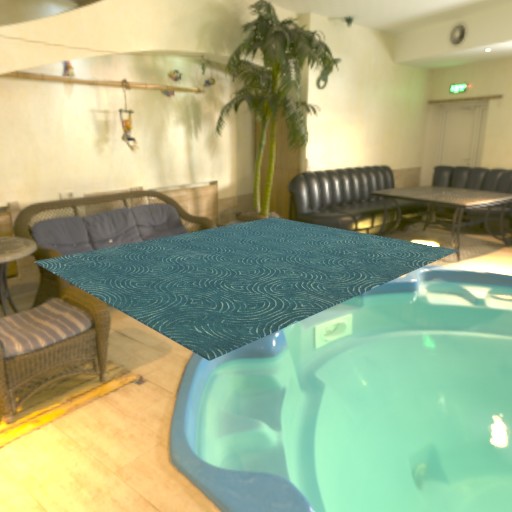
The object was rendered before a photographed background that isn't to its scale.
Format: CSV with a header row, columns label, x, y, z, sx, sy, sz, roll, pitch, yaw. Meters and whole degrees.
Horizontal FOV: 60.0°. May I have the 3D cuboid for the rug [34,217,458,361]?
label,x,y,z,sx,sy,sz,roll,pitch,yaw
rug,0.000,0.000,4.050,3.033,0.012,2.432,-15,21,-42
